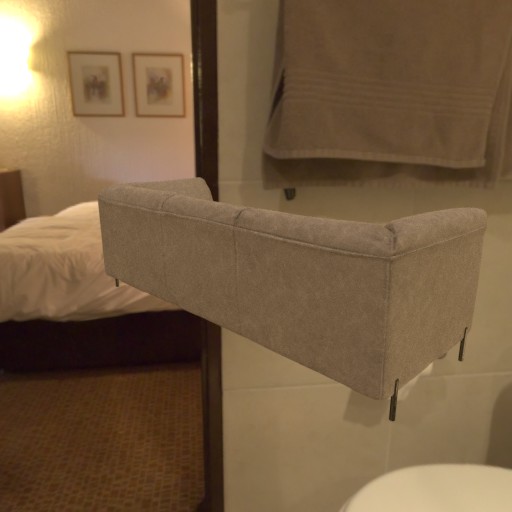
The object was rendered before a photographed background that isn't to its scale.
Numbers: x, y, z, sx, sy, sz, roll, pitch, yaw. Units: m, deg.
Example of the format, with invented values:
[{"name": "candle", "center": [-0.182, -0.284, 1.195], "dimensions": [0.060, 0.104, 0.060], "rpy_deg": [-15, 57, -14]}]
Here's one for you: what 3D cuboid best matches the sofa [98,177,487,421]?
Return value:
[{"name": "sofa", "center": [0.000, 0.000, 2.602], "dimensions": [0.899, 0.758, 2.238], "rpy_deg": [-14, 21, -42]}]
